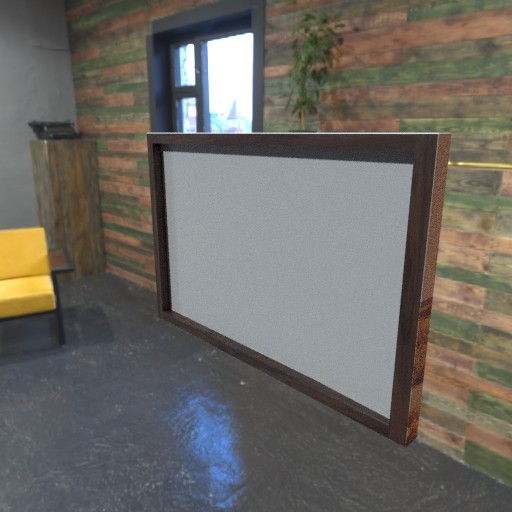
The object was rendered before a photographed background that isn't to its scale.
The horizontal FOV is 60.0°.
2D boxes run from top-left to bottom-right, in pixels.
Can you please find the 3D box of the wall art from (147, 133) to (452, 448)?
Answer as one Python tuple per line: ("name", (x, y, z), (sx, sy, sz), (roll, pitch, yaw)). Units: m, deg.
("wall art", (0.000, 0.000, 1.141), (0.050, 0.610, 0.914), (-15, 21, -42))
